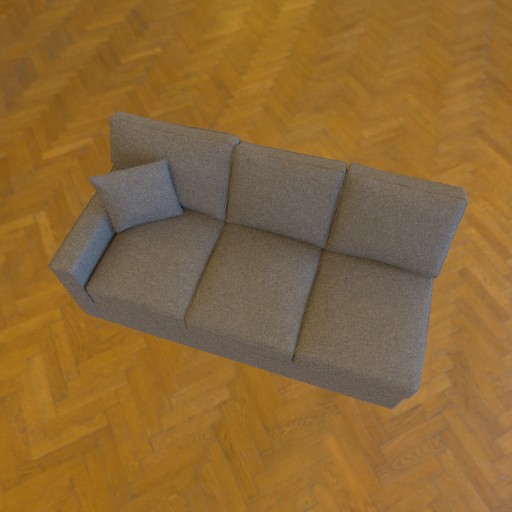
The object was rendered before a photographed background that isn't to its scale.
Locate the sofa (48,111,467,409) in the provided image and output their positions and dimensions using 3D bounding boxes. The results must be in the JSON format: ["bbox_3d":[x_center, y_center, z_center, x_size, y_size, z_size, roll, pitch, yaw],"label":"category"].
[{"bbox_3d":[0.000,0.000,2.510,1.963,0.946,1.034,15,59,9],"label":"sofa"}]
